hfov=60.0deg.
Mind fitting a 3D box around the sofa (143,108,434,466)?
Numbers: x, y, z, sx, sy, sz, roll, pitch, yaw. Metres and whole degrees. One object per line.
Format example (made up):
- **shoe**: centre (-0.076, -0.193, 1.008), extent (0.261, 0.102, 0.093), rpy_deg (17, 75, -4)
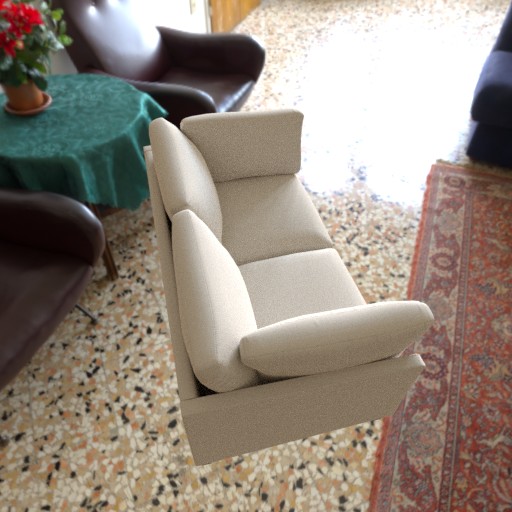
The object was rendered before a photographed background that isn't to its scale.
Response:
- **sofa**: centre (0.000, 0.000, 2.326), extent (0.970, 0.836, 1.776), rpy_deg (-11, 48, -10)
